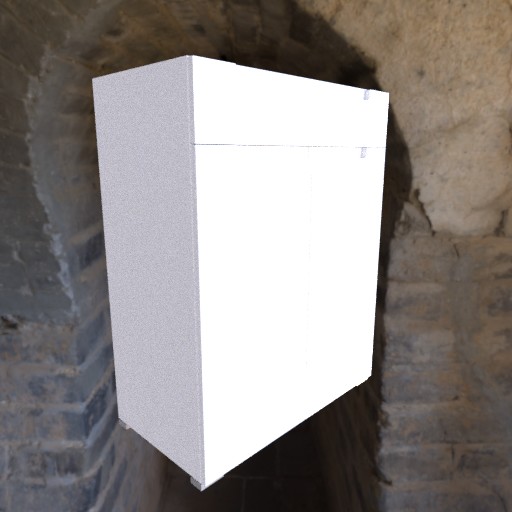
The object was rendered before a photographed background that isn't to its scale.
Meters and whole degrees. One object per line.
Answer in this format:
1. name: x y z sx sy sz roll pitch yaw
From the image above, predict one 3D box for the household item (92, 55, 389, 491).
1. household item: 0.000 0.000 1.399 0.420 1.010 0.790 12 18 43
